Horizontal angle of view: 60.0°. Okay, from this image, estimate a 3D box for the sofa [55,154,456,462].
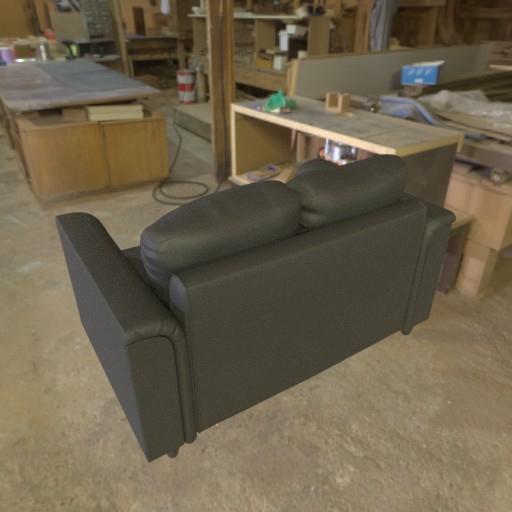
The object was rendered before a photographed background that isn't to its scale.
[{"bbox_3d":[0.000,0.000,1.896,1.386,0.845,0.887,-18,35,-28],"label":"sofa"}]
